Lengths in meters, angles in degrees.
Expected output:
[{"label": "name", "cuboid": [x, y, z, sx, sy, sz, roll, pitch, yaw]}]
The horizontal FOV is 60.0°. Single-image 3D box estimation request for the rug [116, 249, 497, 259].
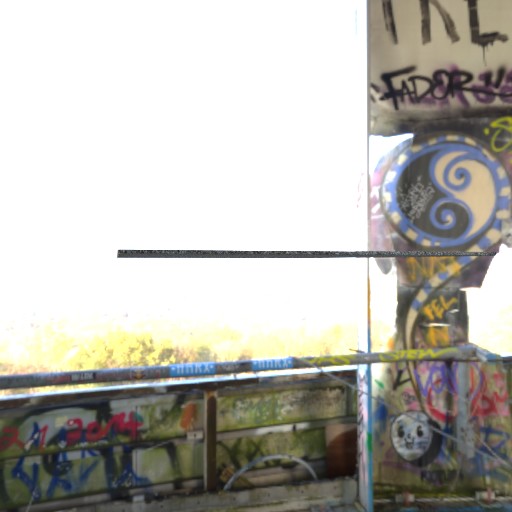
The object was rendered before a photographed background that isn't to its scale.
[{"label": "rug", "cuboid": [0.000, 0.000, 3.997, 2.401, 0.025, 3.000, 0, -1, -18]}]
